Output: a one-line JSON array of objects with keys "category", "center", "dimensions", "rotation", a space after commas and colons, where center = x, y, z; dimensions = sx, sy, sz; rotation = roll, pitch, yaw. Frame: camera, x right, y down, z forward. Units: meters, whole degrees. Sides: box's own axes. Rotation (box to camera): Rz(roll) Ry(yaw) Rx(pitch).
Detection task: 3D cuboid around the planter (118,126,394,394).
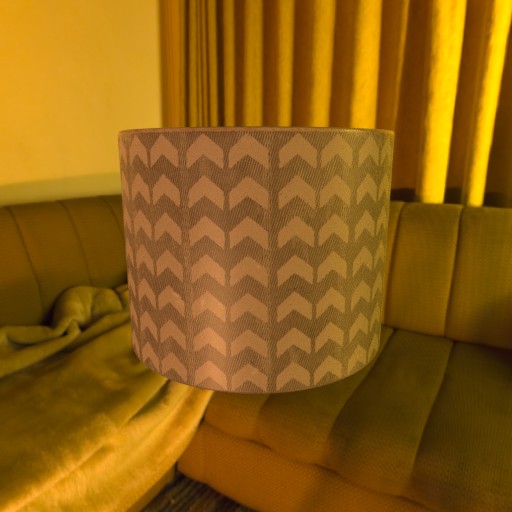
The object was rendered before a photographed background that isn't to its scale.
[{"category": "planter", "center": [0.000, 0.000, 0.446], "dimensions": [0.250, 0.239, 0.250], "rotation": [0, 14, 0]}]
